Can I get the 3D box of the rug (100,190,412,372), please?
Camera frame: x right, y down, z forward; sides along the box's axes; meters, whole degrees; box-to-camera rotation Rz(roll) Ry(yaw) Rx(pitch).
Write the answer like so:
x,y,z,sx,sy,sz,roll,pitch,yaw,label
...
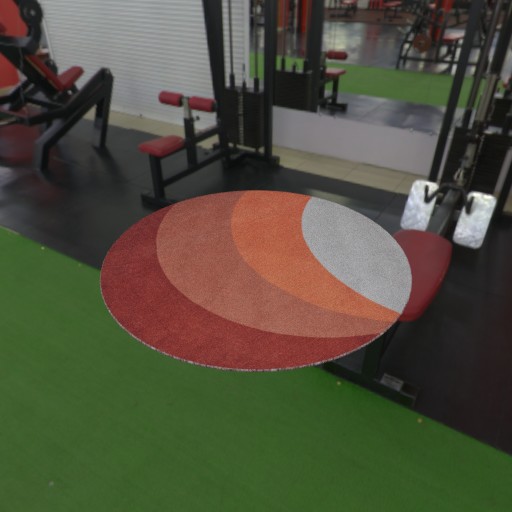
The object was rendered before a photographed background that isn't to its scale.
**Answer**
x,y,z,sx,sy,sz,roll,pitch,yaw,label
0.000,0.000,2.242,1.514,0.015,1.514,0,34,0,rug
